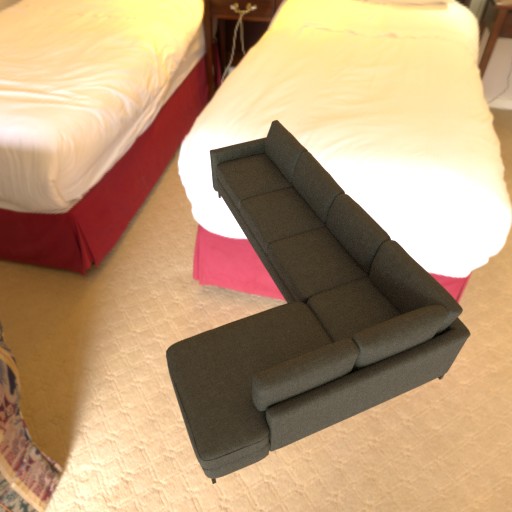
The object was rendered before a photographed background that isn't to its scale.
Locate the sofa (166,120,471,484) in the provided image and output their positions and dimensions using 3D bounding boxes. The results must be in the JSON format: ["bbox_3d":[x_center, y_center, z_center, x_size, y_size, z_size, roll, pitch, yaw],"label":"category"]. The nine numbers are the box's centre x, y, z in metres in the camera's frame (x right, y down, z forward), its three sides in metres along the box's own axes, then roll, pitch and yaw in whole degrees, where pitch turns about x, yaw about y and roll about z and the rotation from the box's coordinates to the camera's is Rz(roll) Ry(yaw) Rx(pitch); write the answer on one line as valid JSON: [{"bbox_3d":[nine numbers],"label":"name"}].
[{"bbox_3d":[0.000,0.000,3.803,1.984,0.858,2.972,-17,47,-16],"label":"sofa"}]
